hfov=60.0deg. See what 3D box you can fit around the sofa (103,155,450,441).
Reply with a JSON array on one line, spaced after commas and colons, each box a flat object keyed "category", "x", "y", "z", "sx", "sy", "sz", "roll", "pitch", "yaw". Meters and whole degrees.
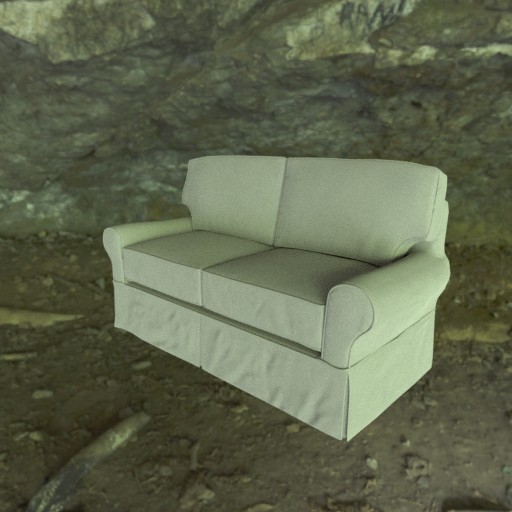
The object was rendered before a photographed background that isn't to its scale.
[{"category": "sofa", "x": 0.000, "y": 0.000, "z": 2.364, "sx": 1.823, "sy": 1.024, "sz": 0.841, "roll": 13, "pitch": 19, "yaw": 41}]
